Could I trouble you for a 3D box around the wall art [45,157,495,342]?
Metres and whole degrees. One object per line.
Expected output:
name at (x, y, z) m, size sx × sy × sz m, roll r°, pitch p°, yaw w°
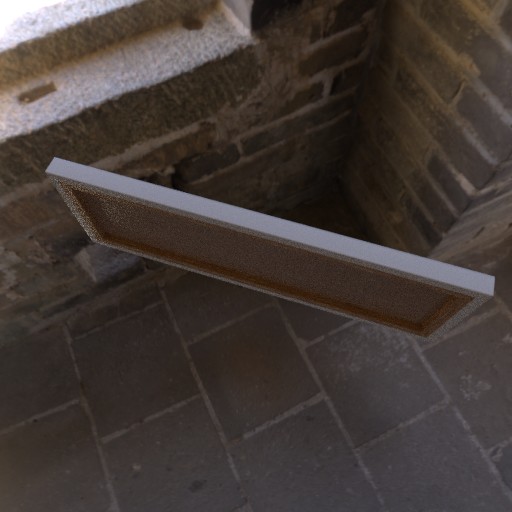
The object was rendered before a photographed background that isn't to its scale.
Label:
wall art at (0.000, 0.000, 0.846) m, size 0.766 × 0.256 × 0.036 m, roll 16°, pitch 64°, yaw 8°
